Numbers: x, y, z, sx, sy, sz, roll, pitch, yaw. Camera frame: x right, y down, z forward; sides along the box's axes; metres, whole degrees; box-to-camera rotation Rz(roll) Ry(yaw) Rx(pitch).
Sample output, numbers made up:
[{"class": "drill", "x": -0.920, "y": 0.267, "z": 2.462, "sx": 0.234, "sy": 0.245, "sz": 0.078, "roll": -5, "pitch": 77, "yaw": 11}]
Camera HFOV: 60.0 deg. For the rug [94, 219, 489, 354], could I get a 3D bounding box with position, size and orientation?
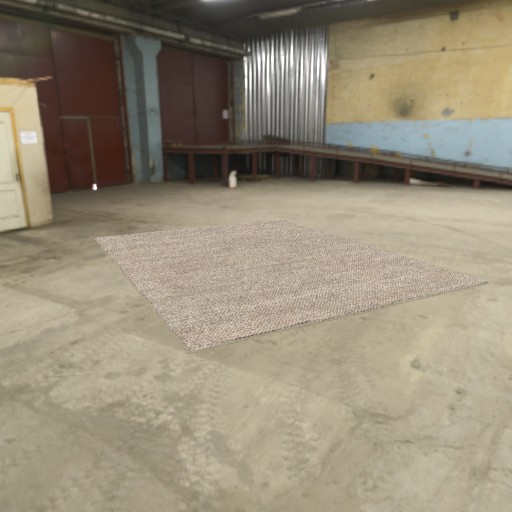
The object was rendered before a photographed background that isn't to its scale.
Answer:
[{"class": "rug", "x": 0.000, "y": 0.000, "z": 4.131, "sx": 2.429, "sy": 0.030, "sz": 3.052, "roll": -8, "pitch": 17, "yaw": -27}]
